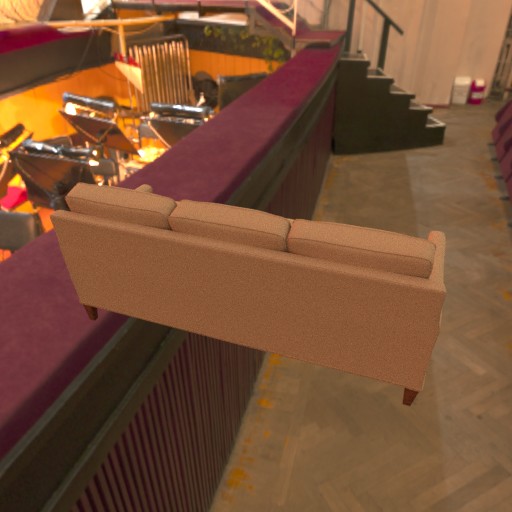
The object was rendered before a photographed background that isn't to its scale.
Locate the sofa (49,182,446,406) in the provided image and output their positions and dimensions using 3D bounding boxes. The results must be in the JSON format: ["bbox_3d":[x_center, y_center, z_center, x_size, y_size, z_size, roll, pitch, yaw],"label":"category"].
[{"bbox_3d":[0.000,0.000,2.843,2.246,1.003,1.084,11,34,17],"label":"sofa"}]
